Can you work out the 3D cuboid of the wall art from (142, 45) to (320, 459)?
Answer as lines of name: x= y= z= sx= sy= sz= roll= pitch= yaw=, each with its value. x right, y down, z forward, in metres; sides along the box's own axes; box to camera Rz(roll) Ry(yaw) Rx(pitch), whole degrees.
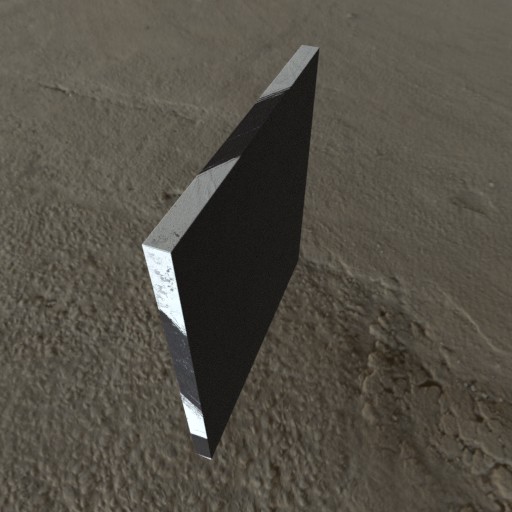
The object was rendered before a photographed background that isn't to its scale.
wall art: x=0.000 y=0.000 z=1.129 sx=0.046 sy=0.765 sz=0.765 roll=15 pitch=48 yaw=14
